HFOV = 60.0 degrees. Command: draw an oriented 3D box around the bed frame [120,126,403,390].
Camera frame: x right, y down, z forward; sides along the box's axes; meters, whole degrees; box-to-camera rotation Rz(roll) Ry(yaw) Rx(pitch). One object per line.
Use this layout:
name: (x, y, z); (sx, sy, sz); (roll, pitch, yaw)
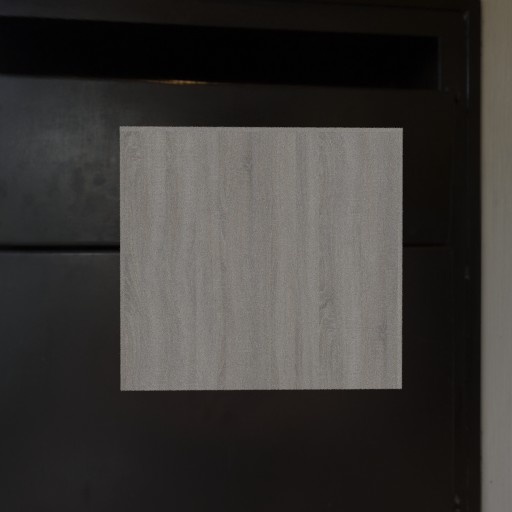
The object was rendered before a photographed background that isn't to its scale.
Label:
bed frame: (0.000, 0.000, 2.625); (0.990, 0.920, 2.140); (0, 1, -1)
